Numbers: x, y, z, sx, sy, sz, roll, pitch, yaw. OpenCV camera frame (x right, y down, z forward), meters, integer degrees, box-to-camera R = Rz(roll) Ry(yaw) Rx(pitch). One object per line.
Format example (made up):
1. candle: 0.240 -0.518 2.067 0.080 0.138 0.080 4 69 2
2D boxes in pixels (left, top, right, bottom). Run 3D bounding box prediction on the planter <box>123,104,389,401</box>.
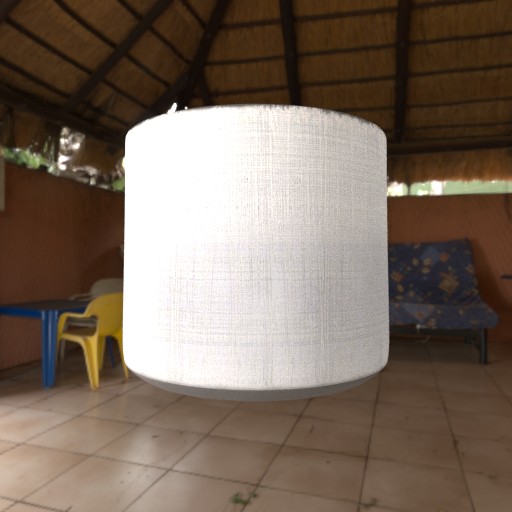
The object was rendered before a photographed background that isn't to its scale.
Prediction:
1. planter: 0.000 0.000 0.441 0.254 0.221 0.254 0 0 0
